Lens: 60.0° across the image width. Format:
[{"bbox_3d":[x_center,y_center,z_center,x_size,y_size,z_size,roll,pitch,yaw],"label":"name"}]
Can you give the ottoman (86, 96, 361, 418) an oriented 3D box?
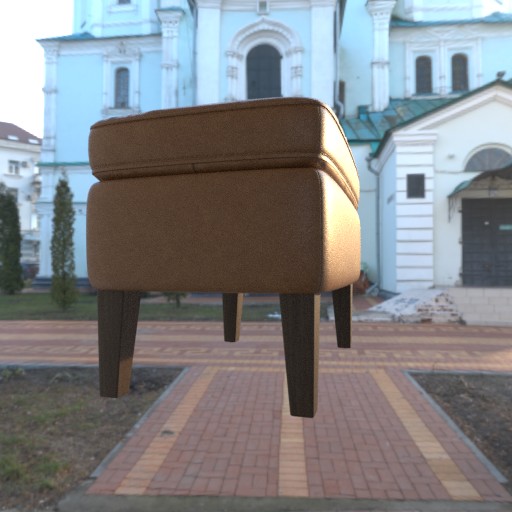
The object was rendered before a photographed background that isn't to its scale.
[{"bbox_3d":[0.000,0.000,0.963,0.420,0.480,0.670,0,-1,17],"label":"ottoman"}]
